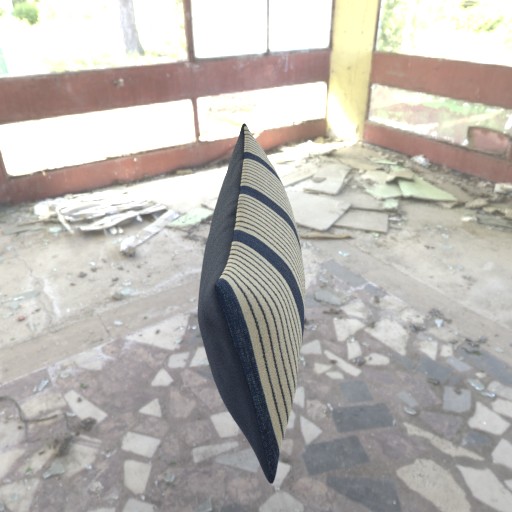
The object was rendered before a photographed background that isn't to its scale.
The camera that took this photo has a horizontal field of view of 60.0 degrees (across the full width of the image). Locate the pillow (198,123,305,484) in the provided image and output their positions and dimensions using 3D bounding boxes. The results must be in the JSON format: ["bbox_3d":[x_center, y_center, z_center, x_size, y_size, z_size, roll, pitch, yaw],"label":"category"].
[{"bbox_3d":[0.000,0.000,0.727,0.156,0.292,0.608,0,30,1],"label":"pillow"}]
